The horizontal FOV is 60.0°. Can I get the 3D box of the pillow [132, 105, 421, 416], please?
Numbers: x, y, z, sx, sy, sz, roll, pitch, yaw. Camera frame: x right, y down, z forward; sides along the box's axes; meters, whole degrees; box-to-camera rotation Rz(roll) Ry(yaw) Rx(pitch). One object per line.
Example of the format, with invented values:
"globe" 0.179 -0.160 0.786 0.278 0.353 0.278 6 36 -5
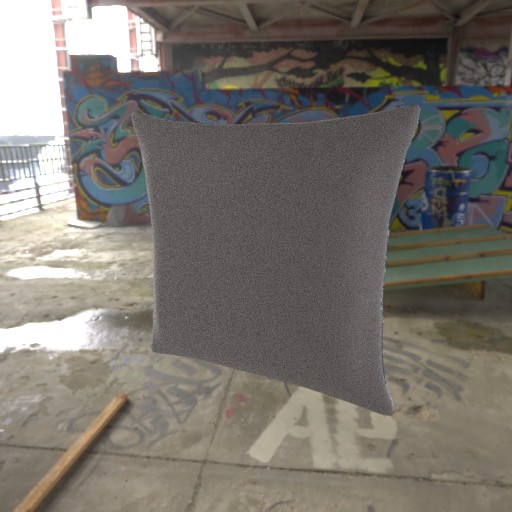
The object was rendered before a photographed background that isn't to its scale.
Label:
"pillow" 0.000 0.000 0.804 0.525 0.508 0.166 8 17 26
